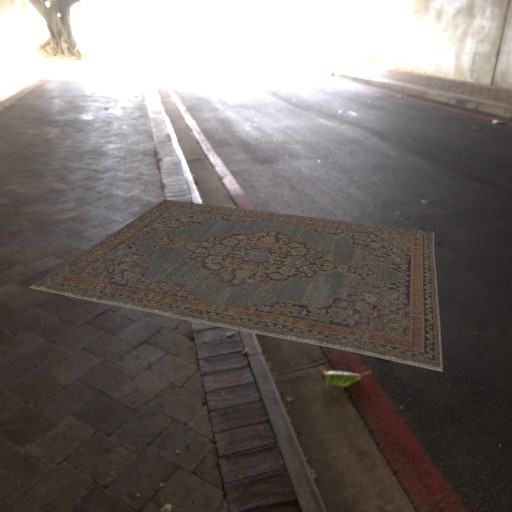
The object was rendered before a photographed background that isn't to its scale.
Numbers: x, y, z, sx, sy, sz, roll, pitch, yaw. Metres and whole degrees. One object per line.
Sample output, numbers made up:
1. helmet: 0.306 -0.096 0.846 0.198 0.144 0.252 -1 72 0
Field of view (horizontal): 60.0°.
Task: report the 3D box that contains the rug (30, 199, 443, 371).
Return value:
1. rug: 0.000 0.000 3.767 2.901 0.026 2.043 9 28 16
